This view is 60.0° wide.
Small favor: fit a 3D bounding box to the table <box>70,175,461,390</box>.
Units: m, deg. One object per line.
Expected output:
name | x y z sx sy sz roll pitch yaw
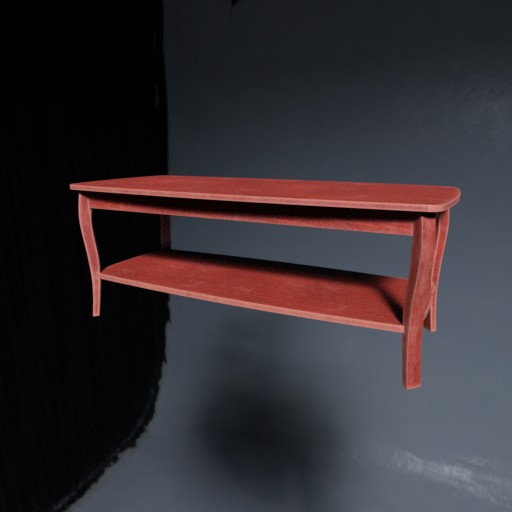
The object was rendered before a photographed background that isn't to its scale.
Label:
table | 0.000 0.000 1.503 1.216 0.473 0.561 7 16 26
